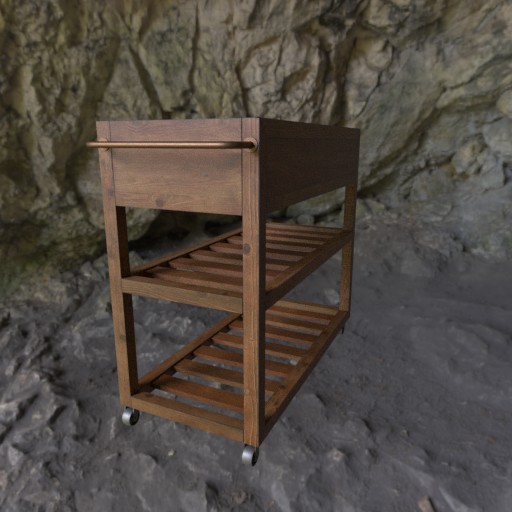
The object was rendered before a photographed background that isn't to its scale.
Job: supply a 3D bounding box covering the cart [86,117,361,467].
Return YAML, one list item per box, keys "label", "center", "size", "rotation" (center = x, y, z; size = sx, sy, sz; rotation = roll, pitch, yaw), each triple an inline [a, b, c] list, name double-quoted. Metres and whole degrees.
- label: "cart"
  center: [0.000, 0.000, 1.474]
  size: [0.445, 0.830, 1.065]
  rotation: [7, 16, 24]
